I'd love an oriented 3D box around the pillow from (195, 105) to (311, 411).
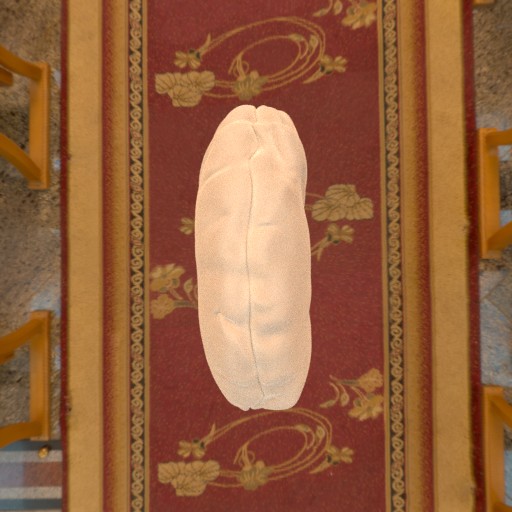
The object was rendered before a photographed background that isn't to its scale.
[{"bbox_3d":[0.000,0.000,0.639,0.148,0.407,0.428,0,90,1],"label":"pillow"}]
